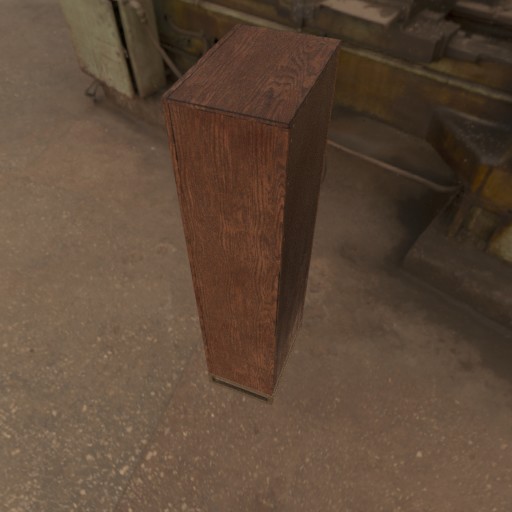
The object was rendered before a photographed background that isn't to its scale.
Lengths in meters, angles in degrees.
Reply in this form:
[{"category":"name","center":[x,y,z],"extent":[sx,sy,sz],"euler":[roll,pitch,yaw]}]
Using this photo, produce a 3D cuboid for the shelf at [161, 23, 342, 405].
[{"category":"shelf","center":[0.000,0.000,1.978],"extent":[0.395,1.732,0.539],"euler":[16,51,14]}]
